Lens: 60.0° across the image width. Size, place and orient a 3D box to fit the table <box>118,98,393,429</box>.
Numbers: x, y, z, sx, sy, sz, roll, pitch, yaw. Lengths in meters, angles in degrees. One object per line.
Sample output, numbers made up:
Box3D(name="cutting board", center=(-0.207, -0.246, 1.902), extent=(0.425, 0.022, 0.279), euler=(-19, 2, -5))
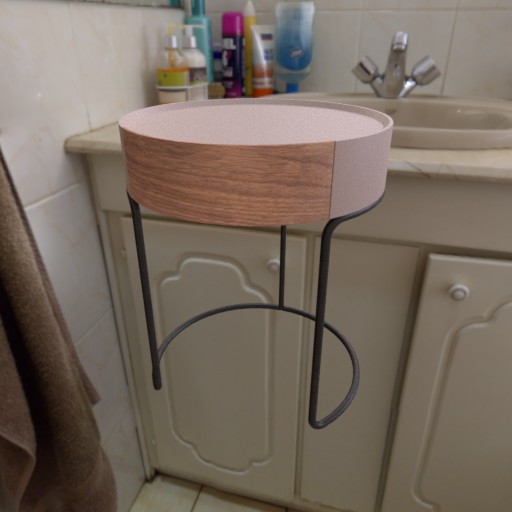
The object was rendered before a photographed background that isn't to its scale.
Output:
Box3D(name="table", center=(0.000, 0.000, 0.866), extent=(0.450, 0.530, 0.450), euler=(0, 27, 0))
